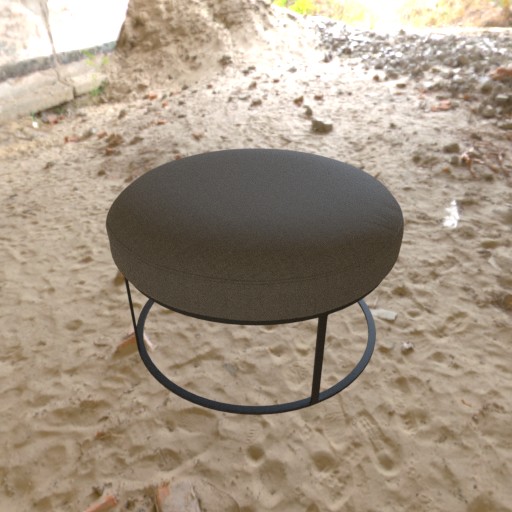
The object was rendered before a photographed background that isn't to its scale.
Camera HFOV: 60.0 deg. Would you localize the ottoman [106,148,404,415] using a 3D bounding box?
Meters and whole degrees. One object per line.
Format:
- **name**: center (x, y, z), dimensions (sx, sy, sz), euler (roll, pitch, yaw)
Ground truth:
- **ottoman**: center (0.000, 0.000, 1.269), dimensions (0.772, 0.460, 0.772), euler (0, 31, 0)
